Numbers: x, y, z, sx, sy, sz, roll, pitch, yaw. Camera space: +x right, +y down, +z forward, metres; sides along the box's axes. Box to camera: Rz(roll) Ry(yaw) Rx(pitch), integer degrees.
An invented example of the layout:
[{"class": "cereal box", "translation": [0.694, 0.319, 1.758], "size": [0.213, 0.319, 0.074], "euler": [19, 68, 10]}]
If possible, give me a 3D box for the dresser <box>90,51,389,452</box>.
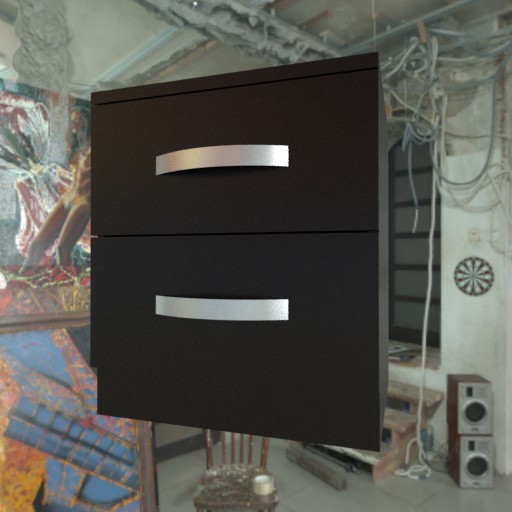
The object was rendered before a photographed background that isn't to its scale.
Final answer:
[{"class": "dresser", "translation": [0.000, 0.000, 0.719], "size": [0.400, 0.470, 0.360], "euler": [0, 0, 18]}]
